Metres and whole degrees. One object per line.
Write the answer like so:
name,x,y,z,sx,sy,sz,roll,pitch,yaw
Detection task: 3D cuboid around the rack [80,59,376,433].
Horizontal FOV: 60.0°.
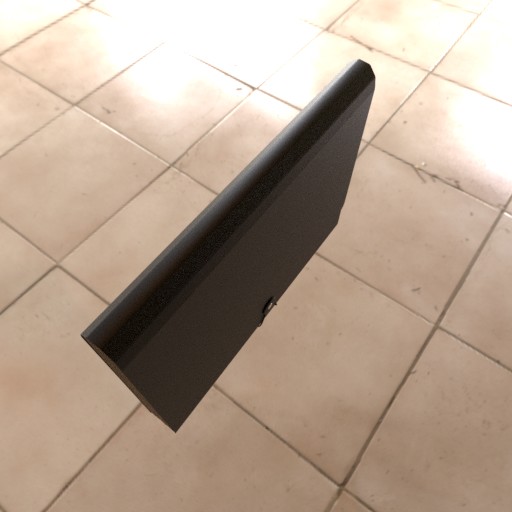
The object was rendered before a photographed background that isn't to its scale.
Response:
rack,0.000,0.000,0.434,0.041,0.241,0.330,32,64,18
